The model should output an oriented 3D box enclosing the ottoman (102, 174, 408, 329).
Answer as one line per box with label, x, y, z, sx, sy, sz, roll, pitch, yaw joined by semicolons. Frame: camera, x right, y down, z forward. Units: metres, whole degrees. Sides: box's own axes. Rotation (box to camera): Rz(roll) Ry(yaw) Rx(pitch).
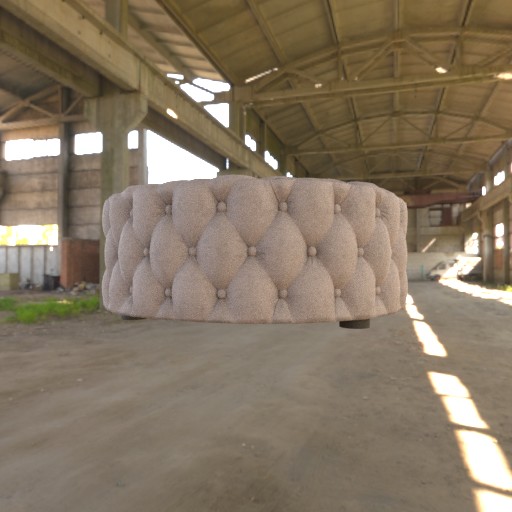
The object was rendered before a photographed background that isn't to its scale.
ottoman;0.000;0.000;1.518;0.998;0.399;0.998;0;-1;0
